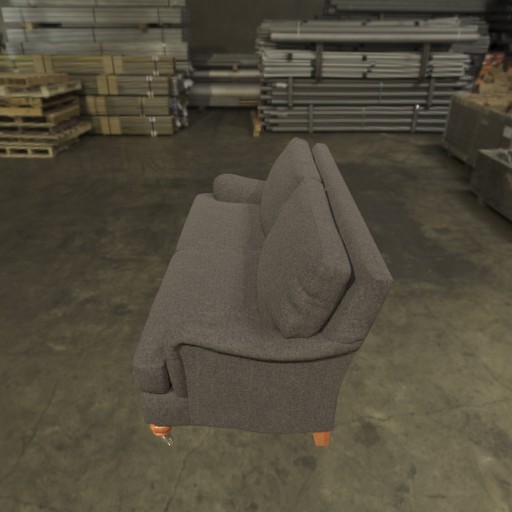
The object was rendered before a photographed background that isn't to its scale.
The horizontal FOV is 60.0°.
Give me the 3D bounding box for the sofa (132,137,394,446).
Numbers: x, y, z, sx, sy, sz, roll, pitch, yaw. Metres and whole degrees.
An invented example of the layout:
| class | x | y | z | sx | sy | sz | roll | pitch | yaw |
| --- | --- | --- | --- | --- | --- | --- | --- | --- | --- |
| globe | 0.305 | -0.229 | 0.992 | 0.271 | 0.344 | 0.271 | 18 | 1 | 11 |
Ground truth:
| class | x | y | z | sx | sy | sz | roll | pitch | yaw |
| --- | --- | --- | --- | --- | --- | --- | --- | --- | --- |
| sofa | 0.000 | 0.000 | 2.814 | 1.087 | 1.054 | 2.160 | 0 | 28 | 1 |
